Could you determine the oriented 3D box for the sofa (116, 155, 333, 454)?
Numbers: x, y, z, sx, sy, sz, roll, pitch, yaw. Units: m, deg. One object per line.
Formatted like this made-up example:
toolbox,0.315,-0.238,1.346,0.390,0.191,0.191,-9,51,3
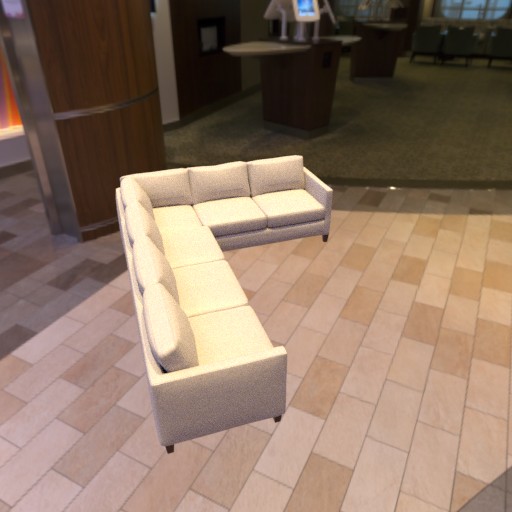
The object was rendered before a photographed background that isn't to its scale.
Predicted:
sofa,0.000,0.000,4.486,2.522,0.934,3.333,-10,33,-16
